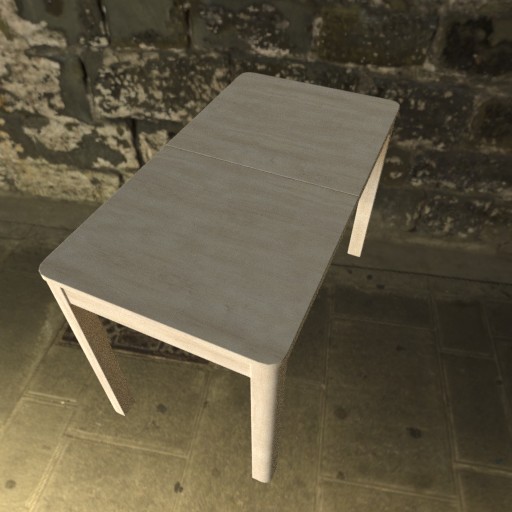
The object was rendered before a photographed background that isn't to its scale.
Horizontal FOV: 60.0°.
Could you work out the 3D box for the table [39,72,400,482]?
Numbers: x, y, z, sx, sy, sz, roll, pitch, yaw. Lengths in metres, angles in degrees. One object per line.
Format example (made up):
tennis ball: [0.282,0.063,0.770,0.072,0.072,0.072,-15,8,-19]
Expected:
table: [0.000,0.000,1.901,0.750,0.900,1.400,18,49,16]
